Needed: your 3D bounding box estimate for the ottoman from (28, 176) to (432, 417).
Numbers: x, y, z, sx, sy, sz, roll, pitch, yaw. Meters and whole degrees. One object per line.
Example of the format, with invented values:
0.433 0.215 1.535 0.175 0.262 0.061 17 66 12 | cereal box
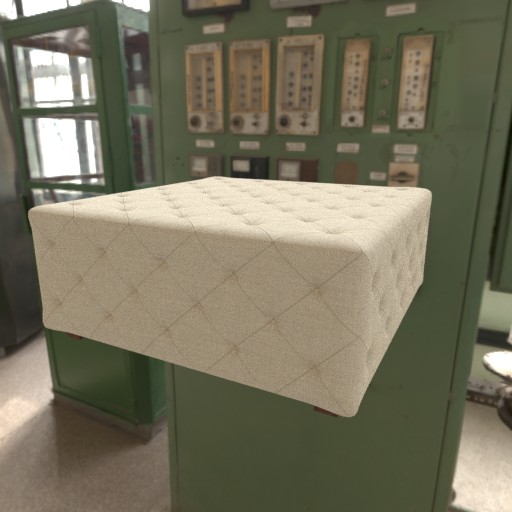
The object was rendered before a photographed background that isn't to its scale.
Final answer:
0.000 0.000 1.580 1.028 0.439 1.028 8 18 27 | ottoman
